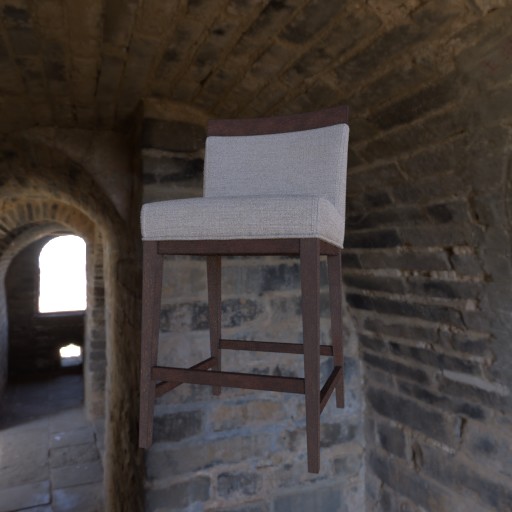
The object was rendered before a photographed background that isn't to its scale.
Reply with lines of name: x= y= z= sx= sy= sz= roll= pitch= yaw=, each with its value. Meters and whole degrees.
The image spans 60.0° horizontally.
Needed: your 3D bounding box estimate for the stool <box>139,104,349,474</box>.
stool: x=0.000 y=0.000 z=1.343 sx=0.512 sy=1.009 sz=0.531 roll=0 pitch=-1 yaw=18
